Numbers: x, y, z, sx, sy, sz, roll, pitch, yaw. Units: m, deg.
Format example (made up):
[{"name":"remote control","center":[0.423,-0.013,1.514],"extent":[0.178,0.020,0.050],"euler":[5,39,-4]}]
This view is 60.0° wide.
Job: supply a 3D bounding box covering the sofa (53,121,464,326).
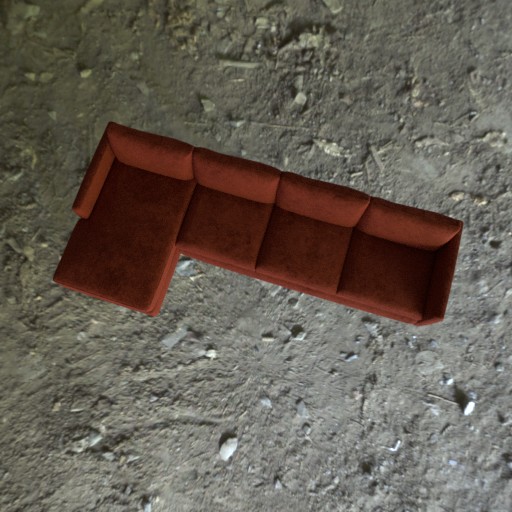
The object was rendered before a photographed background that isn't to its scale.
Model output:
[{"name":"sofa","center":[0.000,0.000,2.933],"extent":[2.467,0.663,1.136],"euler":[17,77,4]}]
